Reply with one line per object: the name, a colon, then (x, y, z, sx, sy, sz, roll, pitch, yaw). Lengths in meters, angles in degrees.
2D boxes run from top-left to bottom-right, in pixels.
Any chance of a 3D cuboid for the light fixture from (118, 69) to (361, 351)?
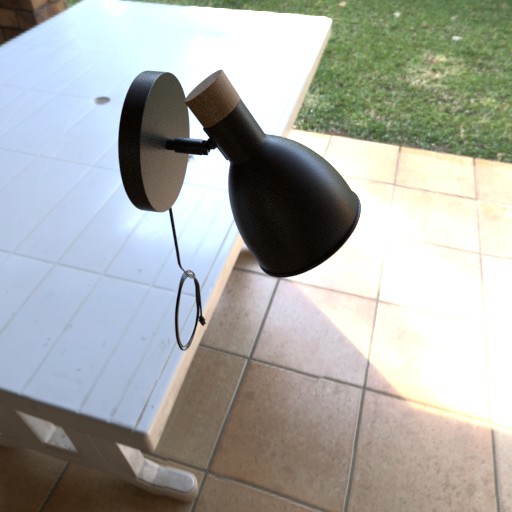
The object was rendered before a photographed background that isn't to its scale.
light fixture: (0.000, 0.000, 0.491, 0.203, 0.401, 0.127, 8, 46, 8)
